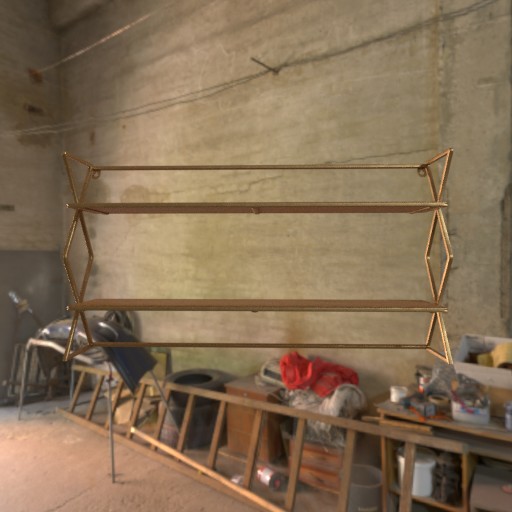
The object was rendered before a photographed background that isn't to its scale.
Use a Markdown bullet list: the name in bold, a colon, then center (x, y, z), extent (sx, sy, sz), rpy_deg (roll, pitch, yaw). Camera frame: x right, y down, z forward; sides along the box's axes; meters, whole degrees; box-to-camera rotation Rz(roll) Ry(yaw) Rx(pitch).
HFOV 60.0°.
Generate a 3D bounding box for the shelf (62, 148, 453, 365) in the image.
- **shelf**: center (0.000, 0.000, 1.005), extent (0.822, 0.450, 0.150), rpy_deg (0, 0, 2)
